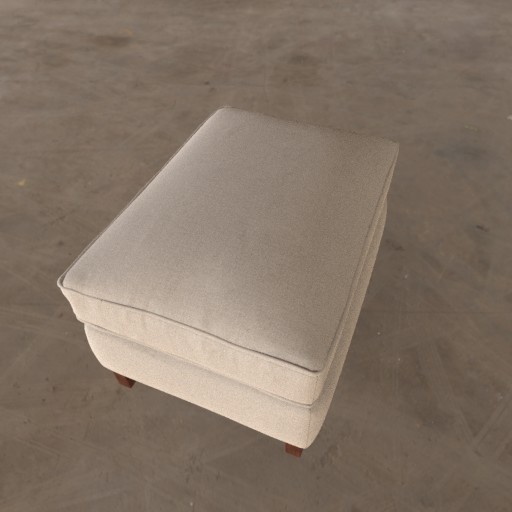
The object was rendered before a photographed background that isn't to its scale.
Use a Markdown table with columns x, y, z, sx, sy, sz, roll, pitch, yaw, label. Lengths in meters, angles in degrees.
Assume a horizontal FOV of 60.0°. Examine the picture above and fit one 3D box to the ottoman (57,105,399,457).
| x | y | z | sx | sy | sz | roll | pitch | yaw | label |
| --- | --- | --- | --- | --- | --- | --- | --- | --- | --- |
| 0.000 | 0.000 | 0.993 | 0.501 | 0.456 | 0.665 | 16 | 49 | 15 | ottoman |
